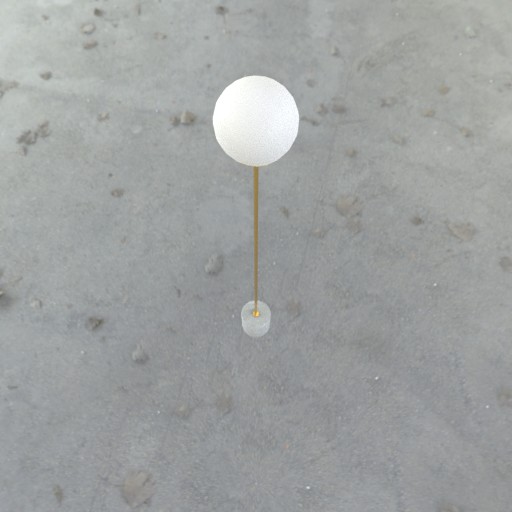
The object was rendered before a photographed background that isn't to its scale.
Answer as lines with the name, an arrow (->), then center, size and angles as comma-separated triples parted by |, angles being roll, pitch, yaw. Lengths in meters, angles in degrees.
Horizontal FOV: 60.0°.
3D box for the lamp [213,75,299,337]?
lamp -> 0.000, 0.000, 1.834 | 0.224, 1.753, 0.224 | 14, 64, 7
